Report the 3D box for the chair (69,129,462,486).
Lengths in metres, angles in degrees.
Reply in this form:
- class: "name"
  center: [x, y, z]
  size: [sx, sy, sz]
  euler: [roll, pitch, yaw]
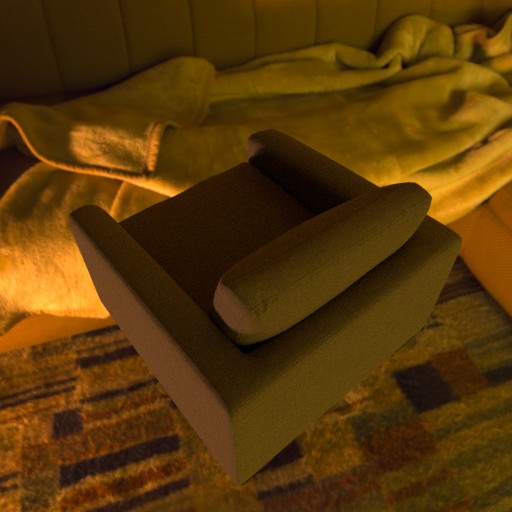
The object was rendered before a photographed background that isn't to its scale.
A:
- class: "chair"
  center: [0.000, 0.000, 1.787]
  size: [1.070, 0.847, 1.100]
  euler: [-30, 53, -26]
